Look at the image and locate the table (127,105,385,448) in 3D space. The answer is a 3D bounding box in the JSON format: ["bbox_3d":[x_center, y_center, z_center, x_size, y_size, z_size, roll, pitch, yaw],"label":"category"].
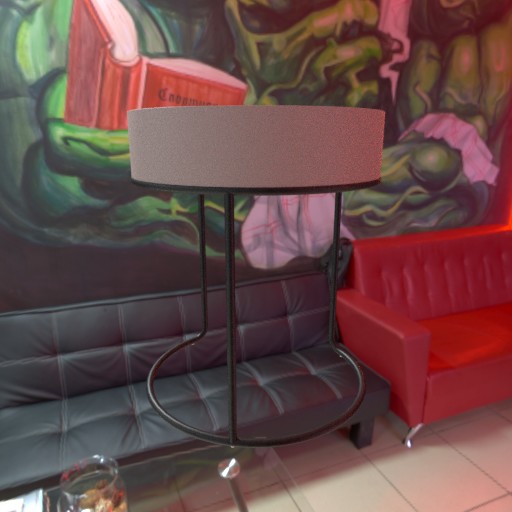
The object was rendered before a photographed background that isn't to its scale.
[{"bbox_3d":[0.000,0.000,0.865,0.450,0.530,0.450,0,15,0],"label":"table"}]
